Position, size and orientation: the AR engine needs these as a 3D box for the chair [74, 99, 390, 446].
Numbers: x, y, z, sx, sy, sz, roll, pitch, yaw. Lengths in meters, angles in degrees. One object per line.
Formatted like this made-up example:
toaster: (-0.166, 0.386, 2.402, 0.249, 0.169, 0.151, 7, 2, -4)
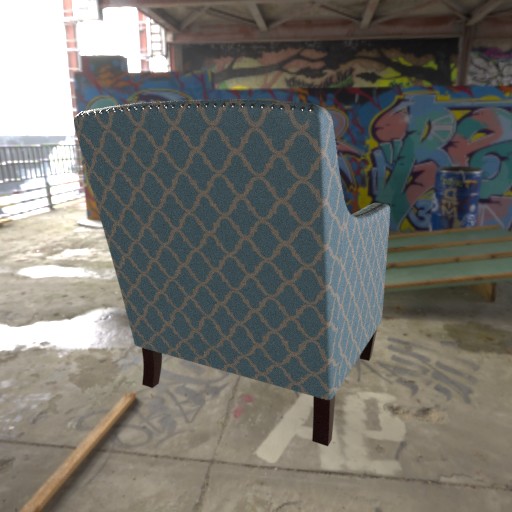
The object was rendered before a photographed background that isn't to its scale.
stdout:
chair: (0.000, 0.000, 1.289, 0.617, 0.817, 0.686, 8, 17, 27)
